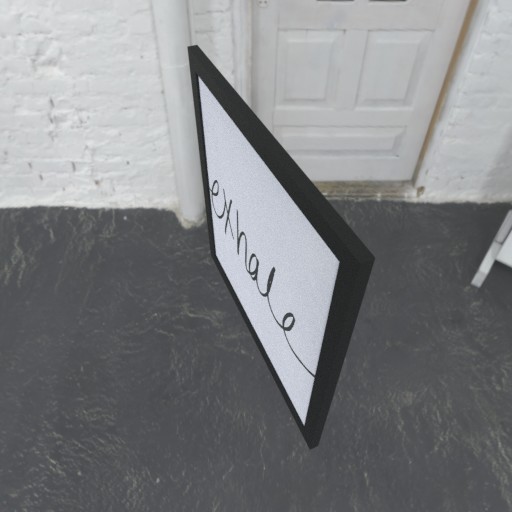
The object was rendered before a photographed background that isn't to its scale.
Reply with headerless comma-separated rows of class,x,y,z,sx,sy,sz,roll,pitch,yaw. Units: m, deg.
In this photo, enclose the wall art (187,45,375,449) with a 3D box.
wall art,0.000,0.000,0.531,0.012,0.357,0.358,-18,51,-16
